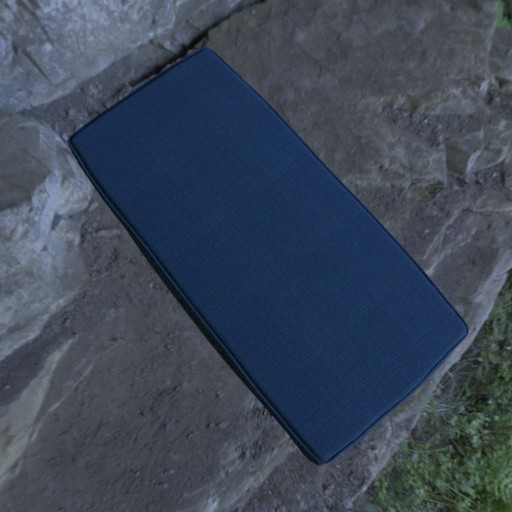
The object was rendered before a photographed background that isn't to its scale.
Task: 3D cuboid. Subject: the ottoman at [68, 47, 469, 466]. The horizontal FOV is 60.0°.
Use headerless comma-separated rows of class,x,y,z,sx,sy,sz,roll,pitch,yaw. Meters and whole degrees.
ottoman,0.000,0.000,1.194,0.474,0.474,0.943,-38,78,-10
